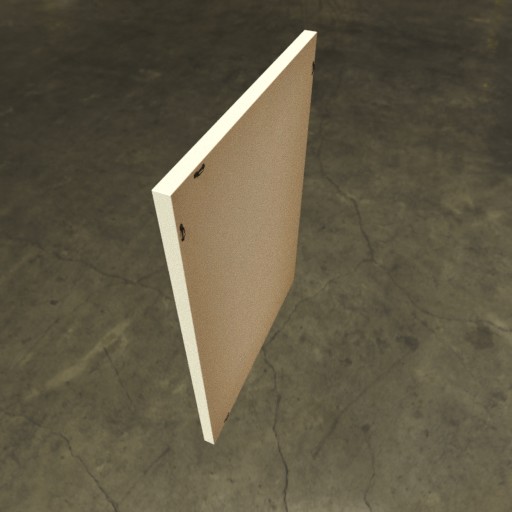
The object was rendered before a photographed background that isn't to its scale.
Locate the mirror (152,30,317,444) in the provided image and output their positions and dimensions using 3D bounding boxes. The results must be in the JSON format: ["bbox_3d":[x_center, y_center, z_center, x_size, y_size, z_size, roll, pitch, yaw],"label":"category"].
[{"bbox_3d":[0.000,0.000,1.314,0.040,1.016,0.762,17,48,16],"label":"mirror"}]
